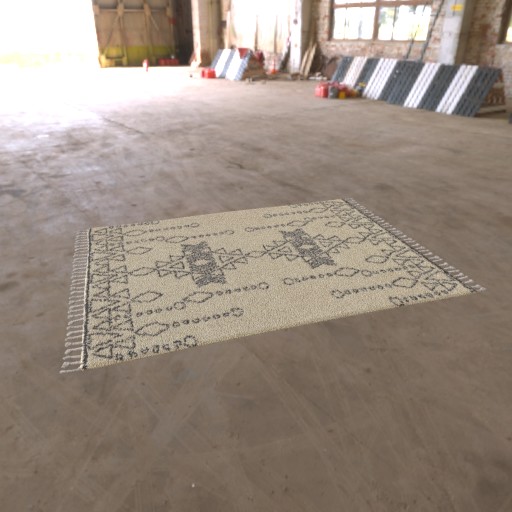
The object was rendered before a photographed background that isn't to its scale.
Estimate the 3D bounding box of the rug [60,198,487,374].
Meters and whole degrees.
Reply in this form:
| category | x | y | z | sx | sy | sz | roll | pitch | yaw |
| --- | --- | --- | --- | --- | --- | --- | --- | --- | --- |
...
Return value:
| category | x | y | z | sx | sy | sz | roll | pitch | yaw |
| --- | --- | --- | --- | --- | --- | --- | --- | --- | --- |
| rug | 0.000 | 0.000 | 3.829 | 3.027 | 0.028 | 2.125 | -8 | 28 | -16 |
